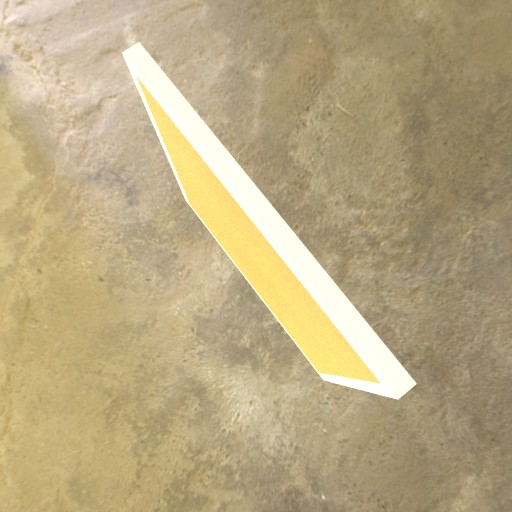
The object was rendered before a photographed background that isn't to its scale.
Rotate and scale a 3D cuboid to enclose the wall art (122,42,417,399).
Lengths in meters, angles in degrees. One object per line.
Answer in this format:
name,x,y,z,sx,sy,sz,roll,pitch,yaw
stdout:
wall art,0.000,0.000,1.115,0.038,0.761,0.763,-36,79,-8
